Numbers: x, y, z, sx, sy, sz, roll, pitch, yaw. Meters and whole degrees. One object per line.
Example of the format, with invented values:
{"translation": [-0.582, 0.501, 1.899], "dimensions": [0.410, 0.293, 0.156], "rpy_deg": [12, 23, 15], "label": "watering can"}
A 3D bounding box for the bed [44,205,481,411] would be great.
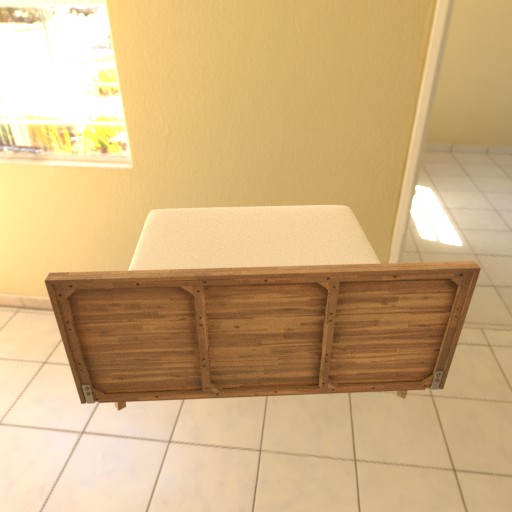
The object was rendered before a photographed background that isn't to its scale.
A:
{"translation": [0.000, 0.000, 3.345], "dimensions": [2.116, 1.100, 2.167], "rpy_deg": [-2, 31, -3], "label": "bed"}
